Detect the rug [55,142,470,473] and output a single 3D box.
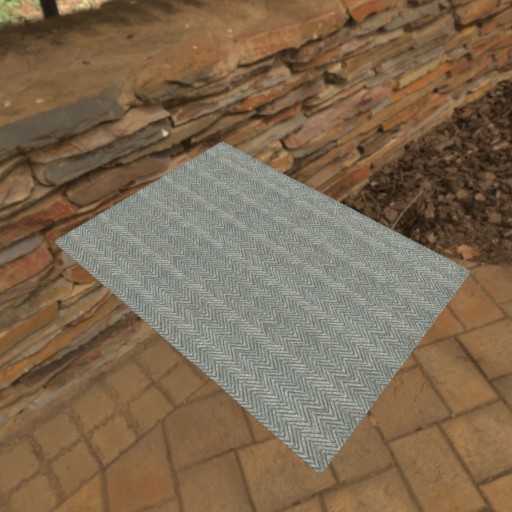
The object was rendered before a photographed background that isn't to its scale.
[{"bbox_3d":[0.000,0.000,5.180,3.957,0.011,2.894,33,55,27],"label":"rug"}]
